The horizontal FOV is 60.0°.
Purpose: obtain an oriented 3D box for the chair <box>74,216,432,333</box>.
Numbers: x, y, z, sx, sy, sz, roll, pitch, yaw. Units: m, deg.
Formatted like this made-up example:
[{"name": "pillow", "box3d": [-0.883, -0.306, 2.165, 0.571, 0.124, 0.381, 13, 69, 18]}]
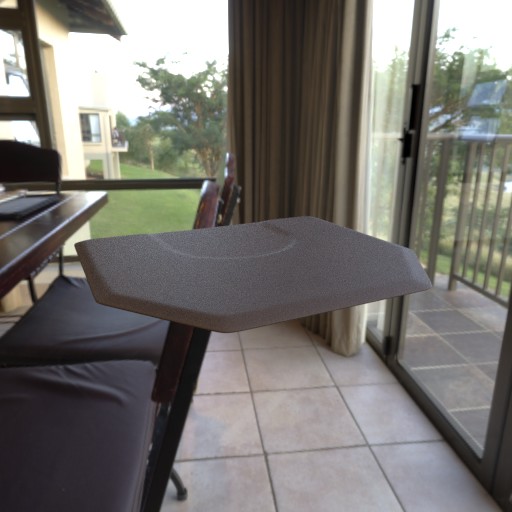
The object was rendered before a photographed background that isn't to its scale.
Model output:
[{"name": "chair", "box3d": [0.000, 0.000, 1.908, 1.372, 0.024, 1.219, -8, 19, -25]}]
